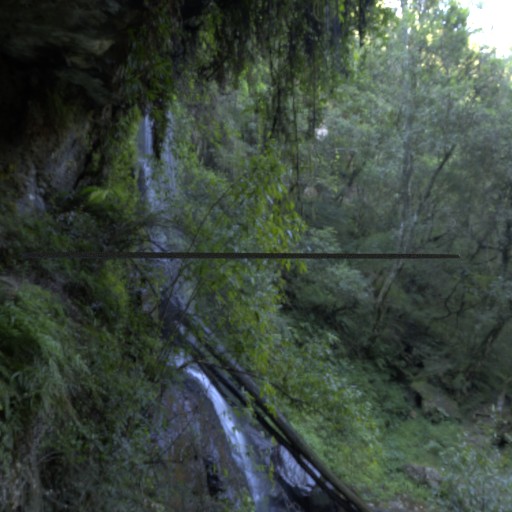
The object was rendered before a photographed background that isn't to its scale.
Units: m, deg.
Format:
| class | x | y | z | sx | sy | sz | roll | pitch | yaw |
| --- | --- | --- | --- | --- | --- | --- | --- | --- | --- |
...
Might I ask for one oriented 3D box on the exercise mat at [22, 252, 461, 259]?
| class | x | y | z | sx | sy | sz | roll | pitch | yaw |
| --- | --- | --- | --- | --- | --- | --- | --- | --- | --- |
| exercise mat | 0.000 | 0.000 | 2.067 | 1.884 | 0.021 | 0.616 | 0 | -1 | -18 |
